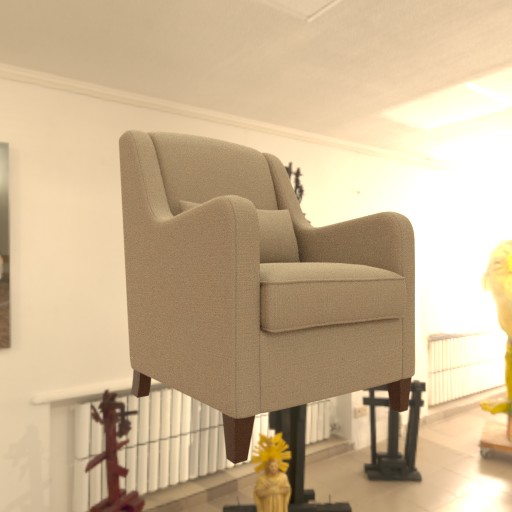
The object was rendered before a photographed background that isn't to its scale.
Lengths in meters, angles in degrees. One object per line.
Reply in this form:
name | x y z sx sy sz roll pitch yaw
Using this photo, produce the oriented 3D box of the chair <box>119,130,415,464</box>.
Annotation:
chair | 0.000 0.000 1.584 0.715 1.017 0.896 0 -1 -35
